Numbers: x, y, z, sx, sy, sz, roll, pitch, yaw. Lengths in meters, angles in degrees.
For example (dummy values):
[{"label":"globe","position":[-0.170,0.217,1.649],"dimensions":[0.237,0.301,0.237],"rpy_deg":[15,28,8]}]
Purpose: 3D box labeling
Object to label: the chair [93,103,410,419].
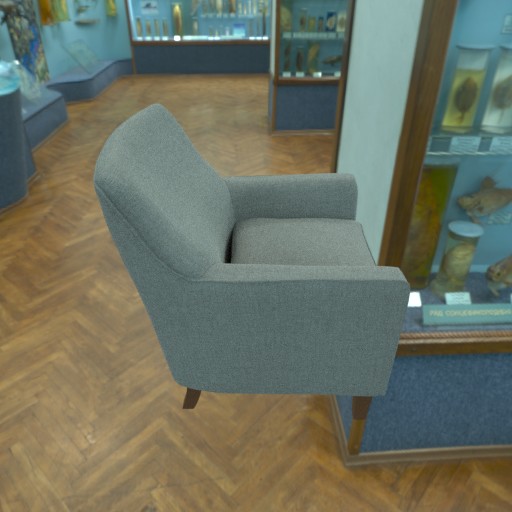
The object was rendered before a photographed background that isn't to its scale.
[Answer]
[{"label":"chair","position":[0.000,0.000,1.812],"dimensions":[0.993,1.047,0.887],"rpy_deg":[0,32,0]}]
